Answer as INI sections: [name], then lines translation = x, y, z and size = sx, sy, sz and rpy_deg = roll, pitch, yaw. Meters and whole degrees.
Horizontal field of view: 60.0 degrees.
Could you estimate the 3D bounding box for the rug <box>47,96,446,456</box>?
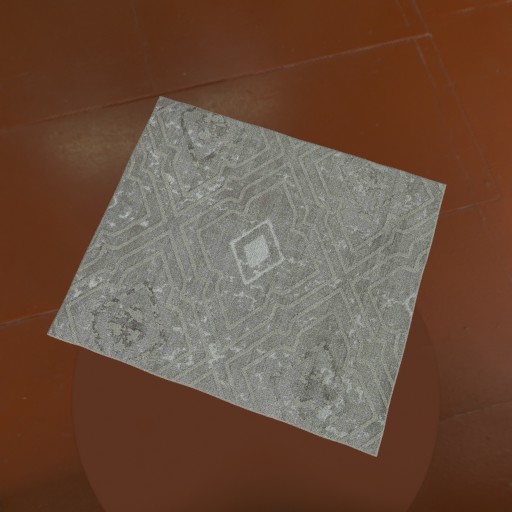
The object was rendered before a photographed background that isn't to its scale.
[rug]
translation = 0.000, 0.000, 0.870
size = 0.639, 0.006, 0.548
rpy_deg = 19, 75, 5
